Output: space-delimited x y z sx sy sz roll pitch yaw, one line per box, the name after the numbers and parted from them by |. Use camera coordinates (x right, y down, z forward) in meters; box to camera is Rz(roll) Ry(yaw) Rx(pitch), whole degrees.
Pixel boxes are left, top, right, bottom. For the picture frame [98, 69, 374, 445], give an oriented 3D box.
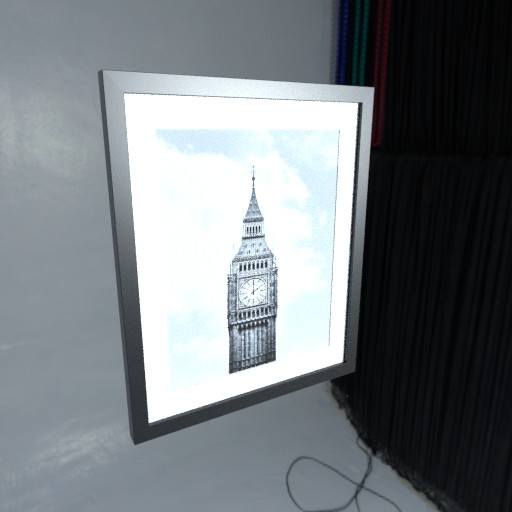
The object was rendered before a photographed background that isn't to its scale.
0.000 0.000 0.752 0.460 0.556 0.028 -9 18 -28 | picture frame
